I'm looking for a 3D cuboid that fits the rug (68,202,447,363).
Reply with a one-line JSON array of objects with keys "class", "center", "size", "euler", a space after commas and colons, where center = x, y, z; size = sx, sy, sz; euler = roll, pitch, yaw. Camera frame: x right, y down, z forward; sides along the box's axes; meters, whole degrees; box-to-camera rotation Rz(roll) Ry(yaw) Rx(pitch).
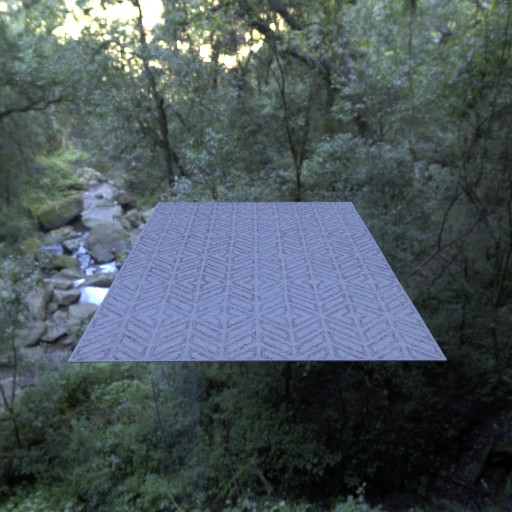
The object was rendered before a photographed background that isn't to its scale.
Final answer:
[{"class": "rug", "center": [0.000, 0.000, 4.187], "size": [2.421, 0.008, 3.045], "euler": [0, 26, 0]}]
